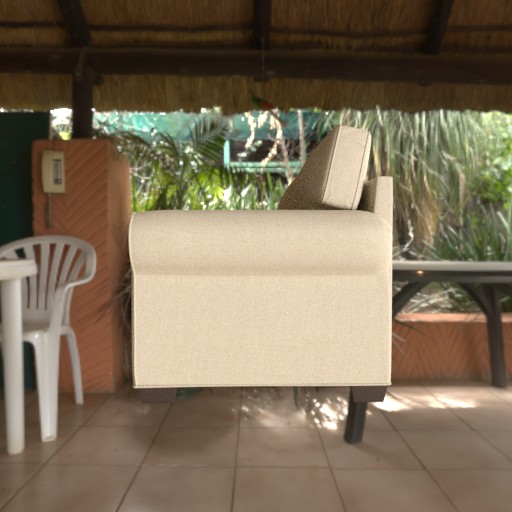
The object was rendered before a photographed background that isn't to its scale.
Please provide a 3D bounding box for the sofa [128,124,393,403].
[{"bbox_3d":[0.000,0.000,2.241,0.861,0.933,1.774,0,1,-1],"label":"sofa"}]
